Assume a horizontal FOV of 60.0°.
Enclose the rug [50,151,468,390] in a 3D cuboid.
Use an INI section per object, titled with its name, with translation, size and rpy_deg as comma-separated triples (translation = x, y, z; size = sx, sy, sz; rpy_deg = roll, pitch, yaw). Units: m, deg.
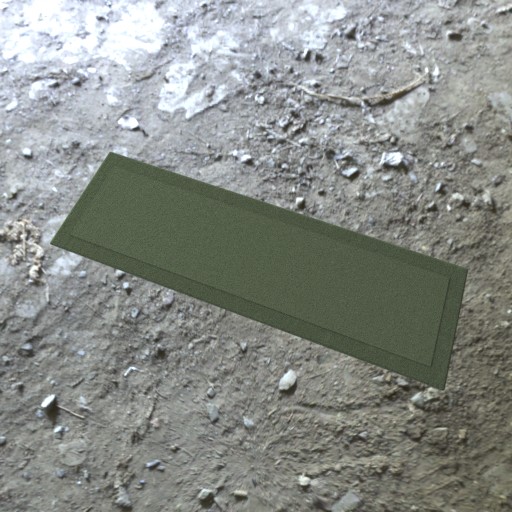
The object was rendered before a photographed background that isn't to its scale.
[rug]
translation = 0.000, 0.000, 2.684
size = 2.430, 0.012, 0.759
rpy_deg = 19, 66, 9
